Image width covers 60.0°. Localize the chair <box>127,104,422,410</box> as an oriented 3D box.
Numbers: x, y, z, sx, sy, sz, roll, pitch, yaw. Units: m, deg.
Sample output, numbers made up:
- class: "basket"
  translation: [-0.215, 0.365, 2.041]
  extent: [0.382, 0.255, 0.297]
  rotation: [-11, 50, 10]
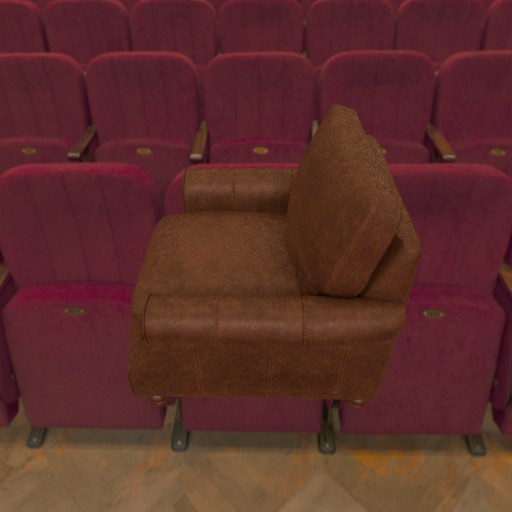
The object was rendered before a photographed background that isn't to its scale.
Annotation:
- class: "chair"
  translation: [0.000, 0.000, 1.781]
  extent: [1.002, 0.976, 0.996]
  rotation: [1, 40, 1]
